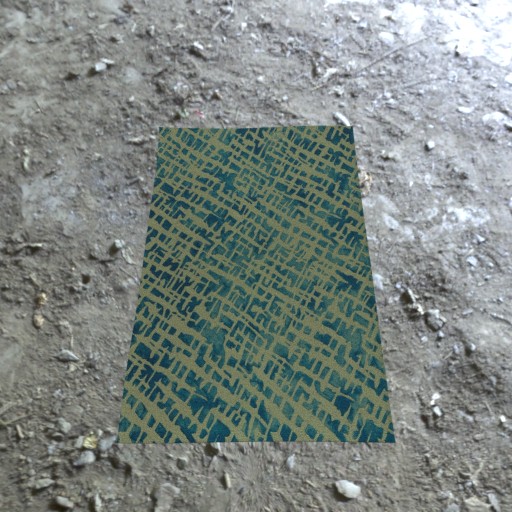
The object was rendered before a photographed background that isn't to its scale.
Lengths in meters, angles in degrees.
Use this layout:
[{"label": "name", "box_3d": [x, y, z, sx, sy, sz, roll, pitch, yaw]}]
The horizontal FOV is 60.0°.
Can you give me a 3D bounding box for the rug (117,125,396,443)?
[{"label": "rug", "box_3d": [0.000, 0.000, 2.343, 1.209, 0.011, 1.830, 0, 63, 0]}]
